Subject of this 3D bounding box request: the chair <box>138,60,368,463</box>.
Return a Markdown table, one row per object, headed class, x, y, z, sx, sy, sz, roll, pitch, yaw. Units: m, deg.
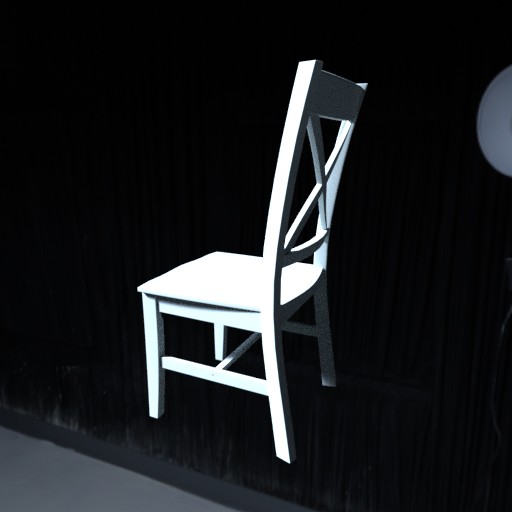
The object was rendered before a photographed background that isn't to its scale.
| class | x | y | z | sx | sy | sz | roll | pitch | yaw |
| --- | --- | --- | --- | --- | --- | --- | --- | --- | --- |
| chair | 0.000 | 0.000 | 1.323 | 0.542 | 0.983 | 0.485 | 7 | 17 | 24 |
